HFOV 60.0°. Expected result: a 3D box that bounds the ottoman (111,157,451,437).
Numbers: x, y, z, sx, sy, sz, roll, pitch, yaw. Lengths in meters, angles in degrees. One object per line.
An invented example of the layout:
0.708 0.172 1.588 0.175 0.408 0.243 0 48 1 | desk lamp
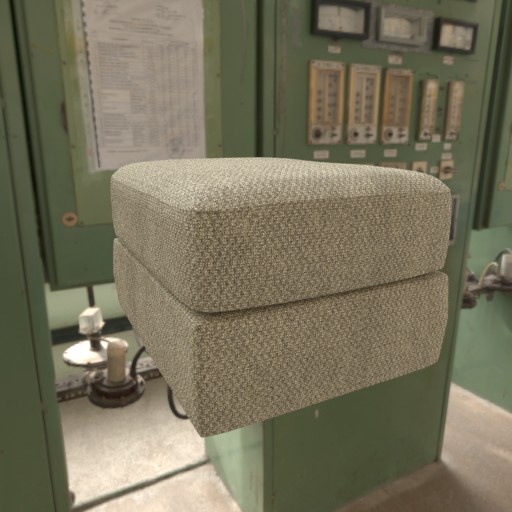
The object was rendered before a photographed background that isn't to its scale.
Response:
0.000 0.000 1.141 0.603 0.476 0.751 -8 17 -26 | ottoman
